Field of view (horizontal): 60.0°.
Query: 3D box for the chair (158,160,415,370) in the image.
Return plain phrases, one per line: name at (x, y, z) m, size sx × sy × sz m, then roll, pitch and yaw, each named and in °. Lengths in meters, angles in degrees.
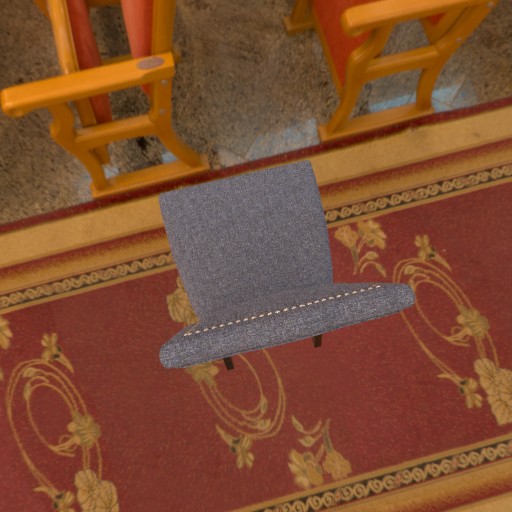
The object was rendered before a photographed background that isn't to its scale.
chair at (0.000, 0.000, 1.320) m, size 0.518 × 0.946 × 0.589 m, roll -14°, pitch 76°, yaw -3°
